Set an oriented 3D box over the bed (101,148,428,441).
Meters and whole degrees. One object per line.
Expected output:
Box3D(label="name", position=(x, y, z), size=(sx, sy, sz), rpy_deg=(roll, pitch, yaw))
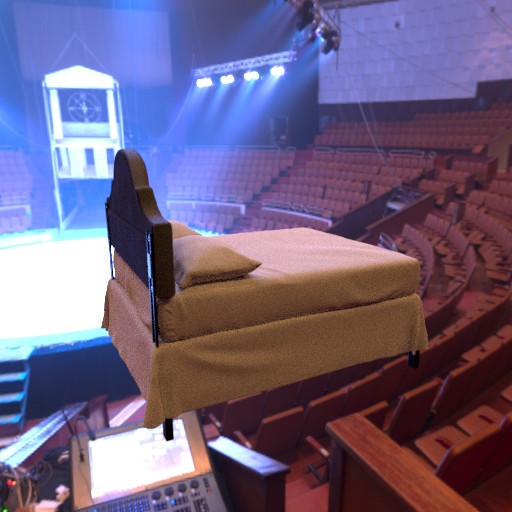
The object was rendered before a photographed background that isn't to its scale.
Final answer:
Box3D(label="bed", position=(0.000, 0.000, 3.465), size=(2.222, 1.634, 1.780), rpy_deg=(-7, 15, -26))
